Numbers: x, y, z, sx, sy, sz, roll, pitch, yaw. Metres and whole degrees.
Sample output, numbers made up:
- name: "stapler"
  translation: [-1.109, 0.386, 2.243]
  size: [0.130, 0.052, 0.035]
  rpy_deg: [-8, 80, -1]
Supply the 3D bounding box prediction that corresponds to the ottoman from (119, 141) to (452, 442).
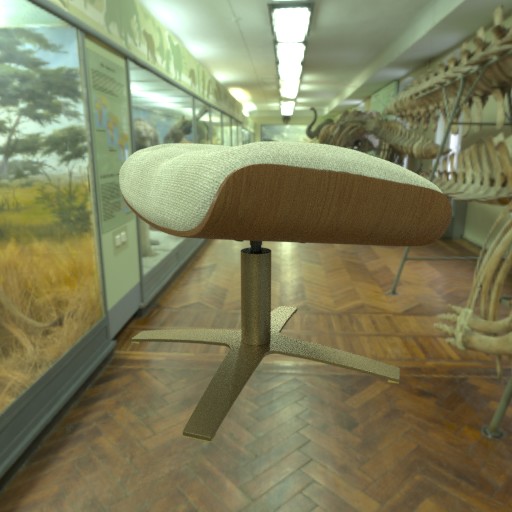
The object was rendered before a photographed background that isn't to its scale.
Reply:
- name: "ottoman"
  translation: [0.000, 0.000, 0.790]
  size: [0.394, 0.391, 0.520]
  rpy_deg: [-7, 15, -26]
